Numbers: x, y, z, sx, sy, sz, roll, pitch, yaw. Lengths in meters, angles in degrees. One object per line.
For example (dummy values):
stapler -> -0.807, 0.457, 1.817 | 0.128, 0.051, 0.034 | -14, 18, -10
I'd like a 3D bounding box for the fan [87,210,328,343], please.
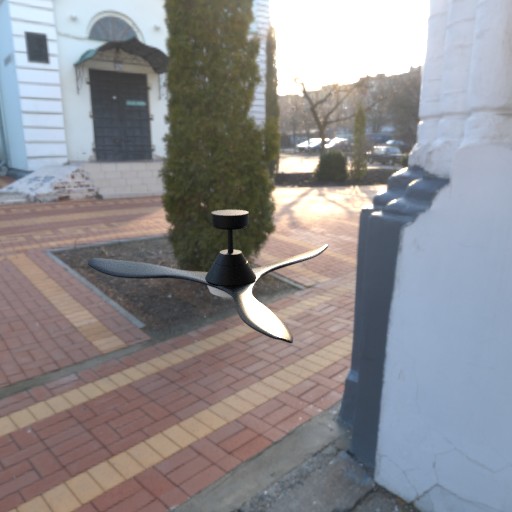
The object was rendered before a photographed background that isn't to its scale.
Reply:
fan -> 0.000, 0.000, 1.636 | 1.067, 0.305, 1.067 | -7, 16, -26
